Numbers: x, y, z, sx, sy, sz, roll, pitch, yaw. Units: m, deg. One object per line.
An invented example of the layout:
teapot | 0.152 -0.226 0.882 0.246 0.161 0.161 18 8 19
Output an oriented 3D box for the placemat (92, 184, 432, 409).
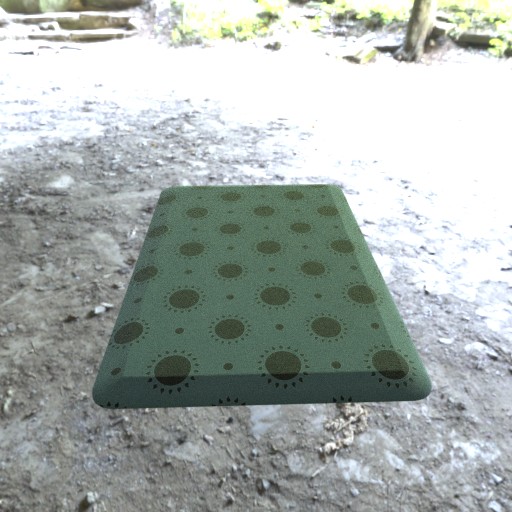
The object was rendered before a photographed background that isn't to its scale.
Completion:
placemat | 0.000 0.000 0.949 0.508 0.021 0.762 -1 33 -2
